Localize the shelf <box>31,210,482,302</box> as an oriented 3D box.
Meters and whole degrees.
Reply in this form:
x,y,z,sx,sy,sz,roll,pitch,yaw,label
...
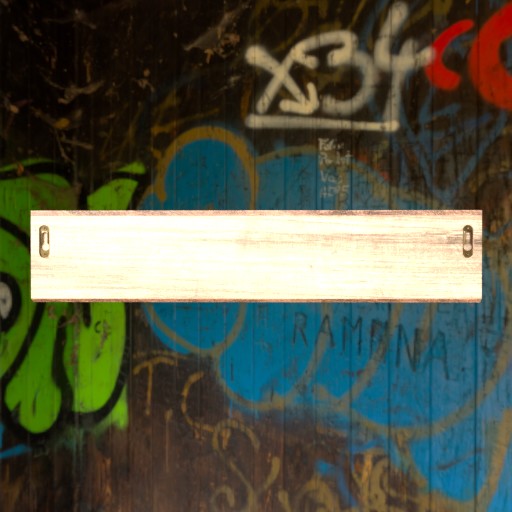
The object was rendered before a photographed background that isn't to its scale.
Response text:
x,y,z,sx,sy,sz,roll,pitch,yaw,label
0.000,0.000,0.699,0.610,0.125,0.200,0,0,1,shelf
